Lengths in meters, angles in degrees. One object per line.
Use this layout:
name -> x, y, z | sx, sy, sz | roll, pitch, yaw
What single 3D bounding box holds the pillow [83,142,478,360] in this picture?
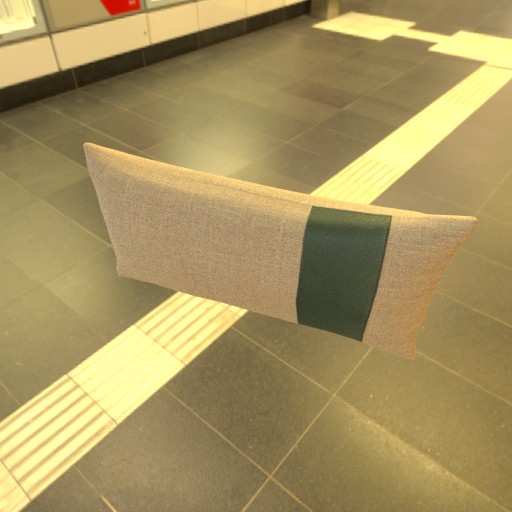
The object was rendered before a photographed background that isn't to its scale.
pillow -> 0.000, 0.000, 1.053 | 0.859, 0.429, 0.197 | 14, 43, 15
